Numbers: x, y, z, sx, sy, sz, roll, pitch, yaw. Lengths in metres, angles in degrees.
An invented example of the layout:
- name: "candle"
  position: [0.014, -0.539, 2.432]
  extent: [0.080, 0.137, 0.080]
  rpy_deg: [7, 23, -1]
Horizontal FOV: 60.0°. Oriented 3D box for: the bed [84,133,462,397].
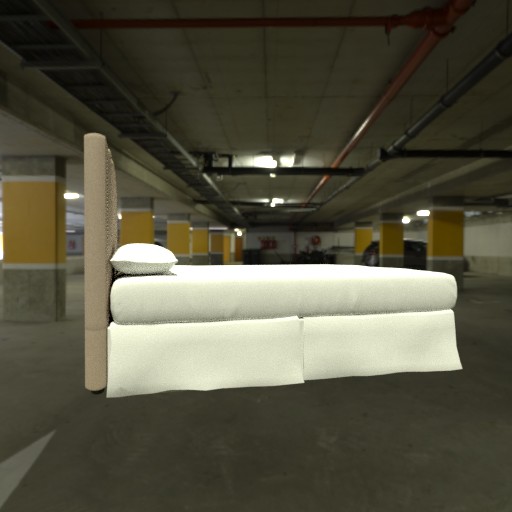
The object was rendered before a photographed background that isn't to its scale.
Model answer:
- name: "bed"
  position: [0.000, 0.000, 3.355]
  extent: [2.282, 1.436, 1.821]
  rpy_deg: [0, 1, -16]
